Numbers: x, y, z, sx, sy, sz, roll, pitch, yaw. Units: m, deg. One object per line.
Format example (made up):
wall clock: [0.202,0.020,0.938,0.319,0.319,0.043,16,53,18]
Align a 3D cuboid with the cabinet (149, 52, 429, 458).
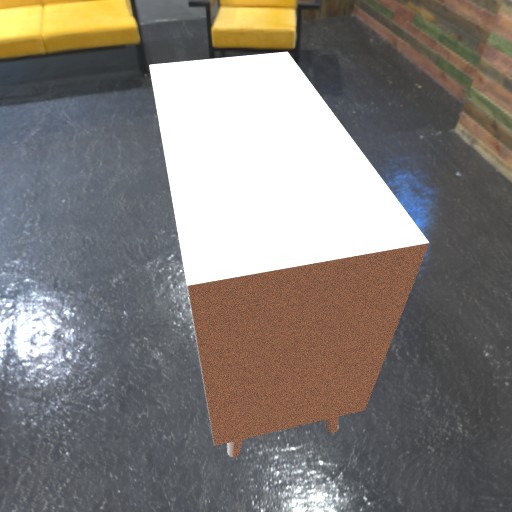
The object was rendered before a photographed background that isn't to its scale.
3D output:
cabinet: [0.000,0.000,1.216,0.398,0.761,0.800,-10,46,-9]
